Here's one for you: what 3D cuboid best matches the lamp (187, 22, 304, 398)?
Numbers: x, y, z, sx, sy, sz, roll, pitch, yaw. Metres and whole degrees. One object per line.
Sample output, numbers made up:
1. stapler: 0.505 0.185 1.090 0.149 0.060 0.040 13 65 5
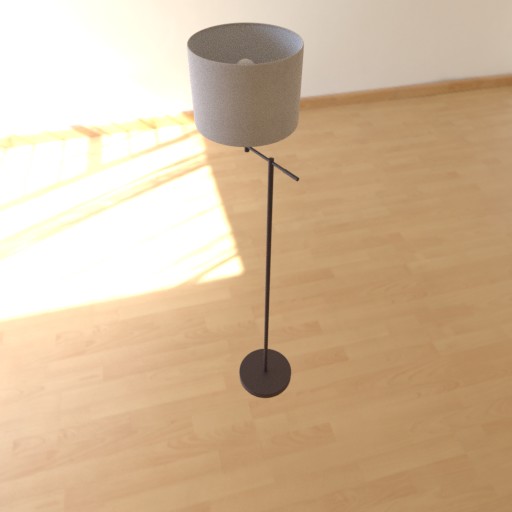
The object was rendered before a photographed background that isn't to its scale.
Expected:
1. lamp: 0.000 0.000 1.763 0.324 1.600 0.416 -30 52 -27
